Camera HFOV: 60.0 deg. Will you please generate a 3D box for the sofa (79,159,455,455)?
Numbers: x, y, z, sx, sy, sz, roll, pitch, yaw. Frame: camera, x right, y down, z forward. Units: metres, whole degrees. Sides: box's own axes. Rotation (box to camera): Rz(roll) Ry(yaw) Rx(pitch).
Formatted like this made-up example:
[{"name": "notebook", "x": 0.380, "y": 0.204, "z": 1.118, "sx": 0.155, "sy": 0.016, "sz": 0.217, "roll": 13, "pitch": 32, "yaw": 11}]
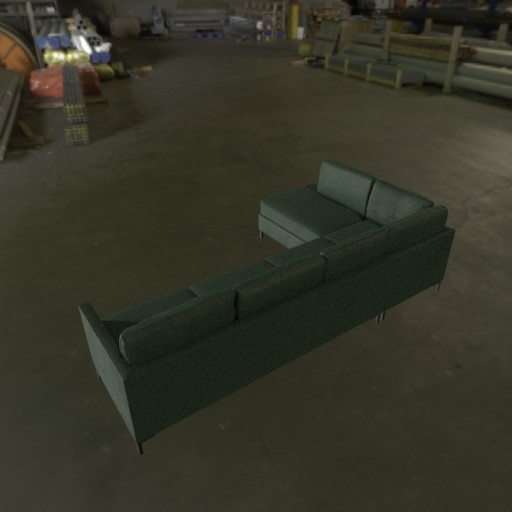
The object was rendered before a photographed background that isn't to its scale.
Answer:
[{"name": "sofa", "x": 0.000, "y": 0.000, "z": 4.305, "sx": 3.384, "sy": 0.996, "sz": 2.048, "roll": -20, "pitch": 37, "yaw": -30}]
